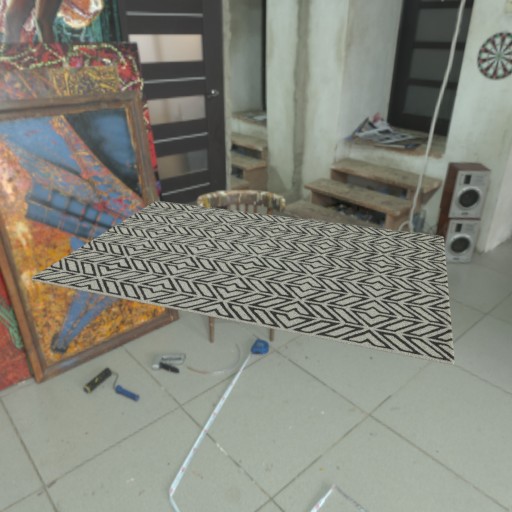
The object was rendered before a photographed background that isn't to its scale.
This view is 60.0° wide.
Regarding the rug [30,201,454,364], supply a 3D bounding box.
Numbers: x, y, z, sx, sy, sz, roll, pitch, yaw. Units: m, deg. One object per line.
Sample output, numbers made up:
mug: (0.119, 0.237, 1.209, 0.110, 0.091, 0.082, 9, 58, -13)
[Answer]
rug: (0.000, 0.000, 3.019, 2.438, 0.008, 1.523, 9, 28, 17)
